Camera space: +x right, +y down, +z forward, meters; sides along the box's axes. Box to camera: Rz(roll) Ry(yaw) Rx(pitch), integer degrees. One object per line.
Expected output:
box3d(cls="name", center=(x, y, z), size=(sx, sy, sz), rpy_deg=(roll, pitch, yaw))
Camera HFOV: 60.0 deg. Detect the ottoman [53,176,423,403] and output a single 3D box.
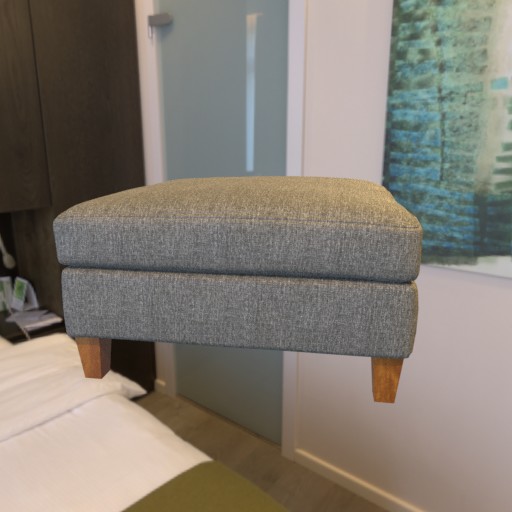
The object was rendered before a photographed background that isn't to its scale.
box3d(cls="ottoman", center=(0.000, 0.000, 1.379), size=(0.838, 0.481, 0.838), rpy_deg=(2, 14, 8))
